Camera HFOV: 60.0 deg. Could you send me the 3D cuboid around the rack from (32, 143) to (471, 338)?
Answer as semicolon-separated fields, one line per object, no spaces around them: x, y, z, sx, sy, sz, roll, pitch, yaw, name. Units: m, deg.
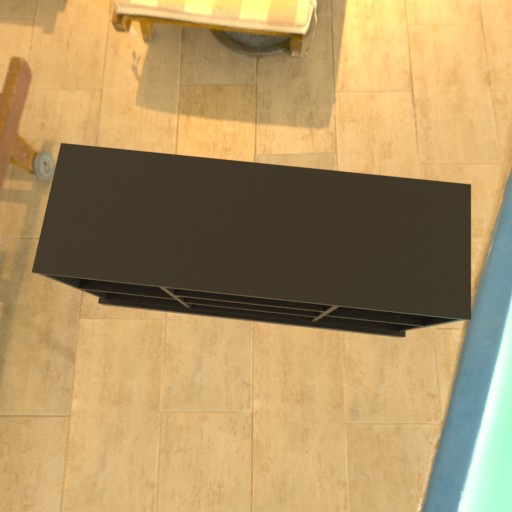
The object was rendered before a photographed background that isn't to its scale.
0.000;0.000;1.528;1.206;0.635;0.399;6;77;1;rack
